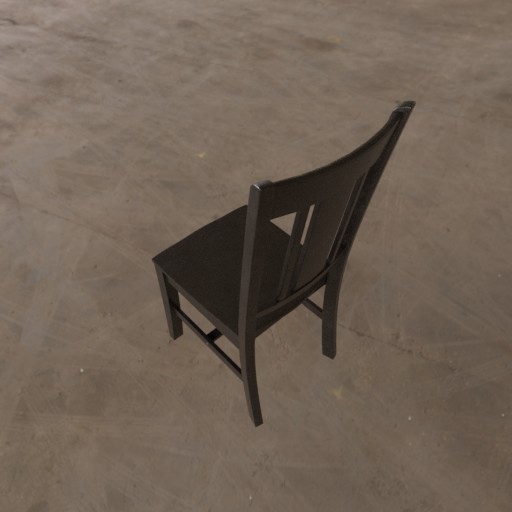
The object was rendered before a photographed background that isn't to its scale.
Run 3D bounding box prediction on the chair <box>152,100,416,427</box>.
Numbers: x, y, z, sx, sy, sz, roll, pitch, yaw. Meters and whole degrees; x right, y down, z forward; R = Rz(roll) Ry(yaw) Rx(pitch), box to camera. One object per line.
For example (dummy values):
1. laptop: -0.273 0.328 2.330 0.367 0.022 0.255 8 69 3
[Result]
1. chair: 0.000 0.000 1.312 0.450 0.998 0.555 -33 54 -28
